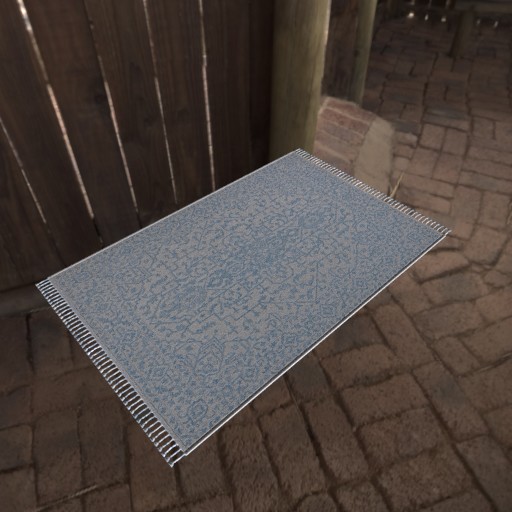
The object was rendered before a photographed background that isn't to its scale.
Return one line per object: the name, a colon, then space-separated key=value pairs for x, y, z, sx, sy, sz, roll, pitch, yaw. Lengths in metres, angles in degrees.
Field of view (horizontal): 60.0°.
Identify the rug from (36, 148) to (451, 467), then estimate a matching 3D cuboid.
rug: x=0.000 y=0.000 z=3.022 sx=2.438 sy=0.010 sz=1.524 roll=-33 pitch=53 yaw=-29
